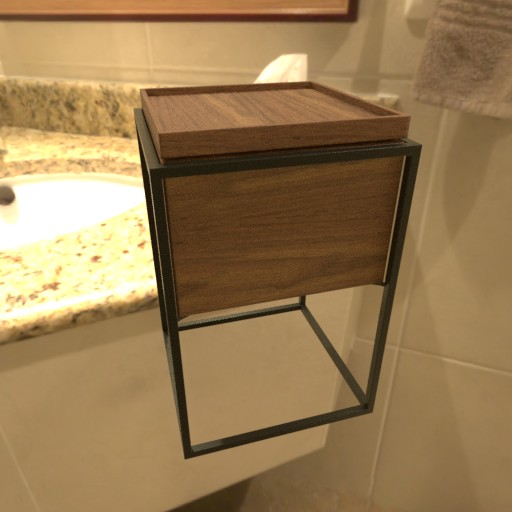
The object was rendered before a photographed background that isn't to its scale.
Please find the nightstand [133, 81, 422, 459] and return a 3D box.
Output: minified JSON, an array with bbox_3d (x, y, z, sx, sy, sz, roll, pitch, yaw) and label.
[{"bbox_3d":[0.000,0.000,0.901,0.397,0.607,0.397,-8,30,-14],"label":"nightstand"}]
